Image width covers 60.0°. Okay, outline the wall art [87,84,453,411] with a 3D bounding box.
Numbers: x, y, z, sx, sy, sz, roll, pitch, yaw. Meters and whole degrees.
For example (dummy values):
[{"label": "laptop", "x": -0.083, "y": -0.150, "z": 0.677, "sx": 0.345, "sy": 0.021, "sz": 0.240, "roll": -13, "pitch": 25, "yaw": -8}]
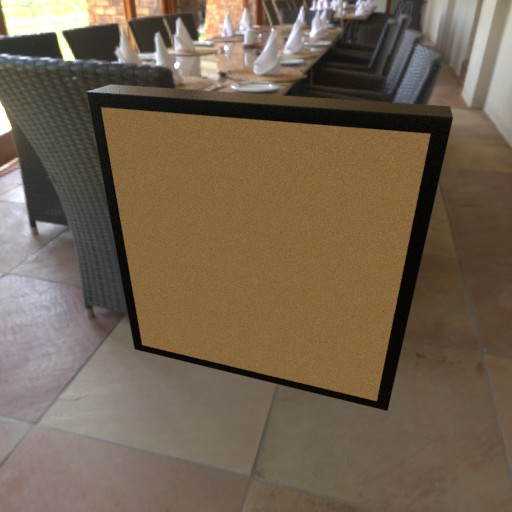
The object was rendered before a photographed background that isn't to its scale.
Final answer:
[{"label": "wall art", "x": 0.000, "y": 0.000, "z": 0.438, "sx": 0.299, "sy": 0.299, "sz": 0.037, "roll": 9, "pitch": 32, "yaw": 15}]
